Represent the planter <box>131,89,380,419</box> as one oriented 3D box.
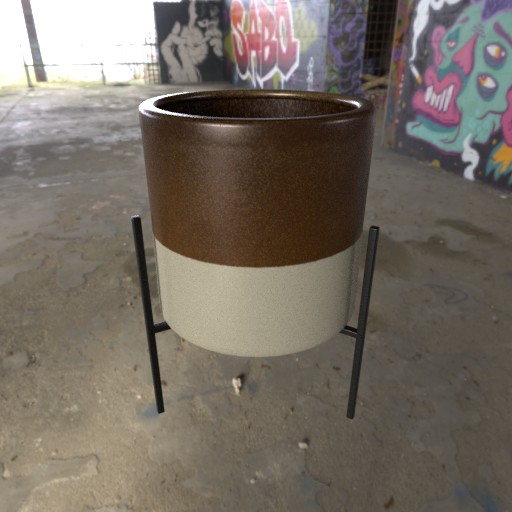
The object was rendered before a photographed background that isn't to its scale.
[{"bbox_3d":[0.000,0.000,0.560,0.255,0.375,0.269,0,26,1],"label":"planter"}]
